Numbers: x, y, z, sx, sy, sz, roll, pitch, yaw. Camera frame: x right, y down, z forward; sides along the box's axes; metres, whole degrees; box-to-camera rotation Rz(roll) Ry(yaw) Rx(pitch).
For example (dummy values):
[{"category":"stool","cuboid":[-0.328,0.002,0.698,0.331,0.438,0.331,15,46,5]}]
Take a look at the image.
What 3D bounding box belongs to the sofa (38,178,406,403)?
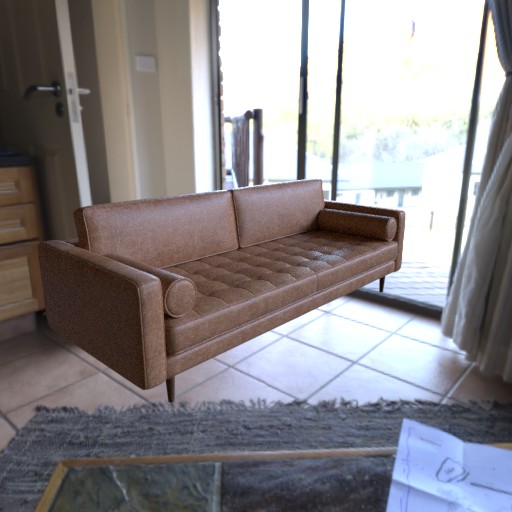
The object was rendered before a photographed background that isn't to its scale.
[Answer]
[{"category":"sofa","cuboid":[0.000,0.000,2.682,0.919,0.770,2.200,14,21,41]}]
